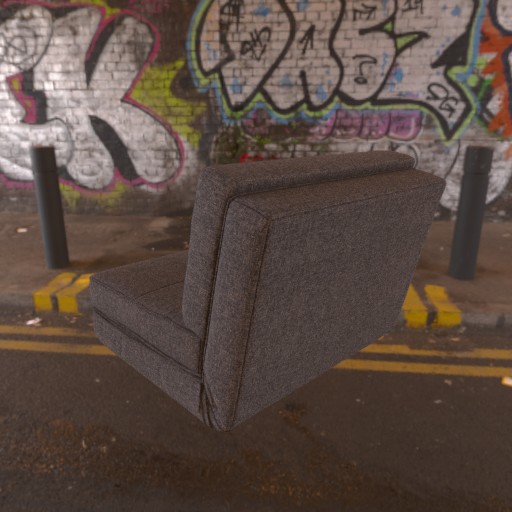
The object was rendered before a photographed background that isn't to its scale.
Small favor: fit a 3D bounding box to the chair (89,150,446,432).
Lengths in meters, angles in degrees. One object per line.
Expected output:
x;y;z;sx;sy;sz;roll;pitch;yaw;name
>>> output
0.000;0.000;1.335;0.740;0.615;0.800;-16;24;-41;chair
